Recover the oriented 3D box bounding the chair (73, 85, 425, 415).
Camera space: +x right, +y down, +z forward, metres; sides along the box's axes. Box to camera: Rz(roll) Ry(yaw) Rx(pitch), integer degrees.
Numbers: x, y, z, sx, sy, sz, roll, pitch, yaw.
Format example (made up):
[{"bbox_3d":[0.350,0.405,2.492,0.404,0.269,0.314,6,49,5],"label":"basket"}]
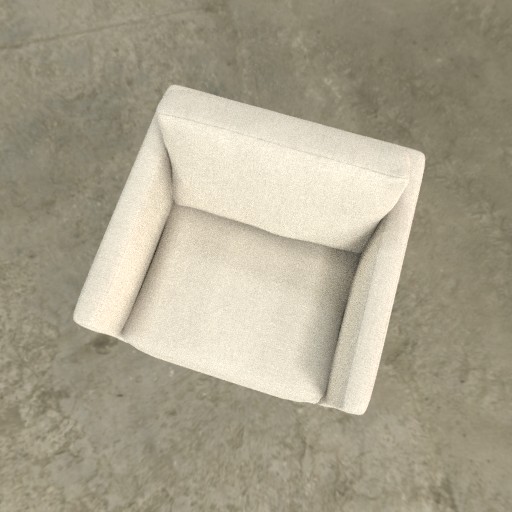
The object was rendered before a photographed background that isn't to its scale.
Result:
[{"bbox_3d":[0.000,0.000,1.727,0.996,0.919,0.959,17,76,4],"label":"chair"}]
